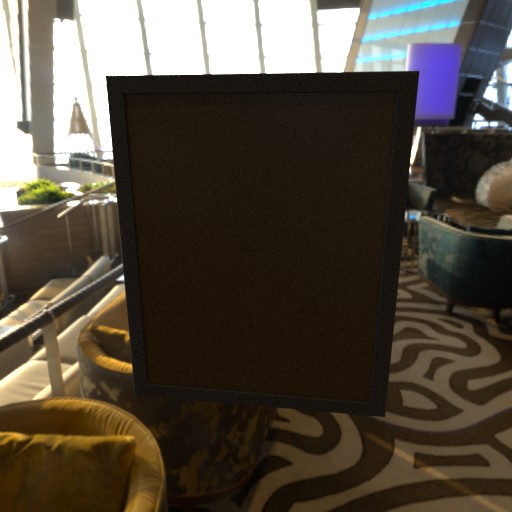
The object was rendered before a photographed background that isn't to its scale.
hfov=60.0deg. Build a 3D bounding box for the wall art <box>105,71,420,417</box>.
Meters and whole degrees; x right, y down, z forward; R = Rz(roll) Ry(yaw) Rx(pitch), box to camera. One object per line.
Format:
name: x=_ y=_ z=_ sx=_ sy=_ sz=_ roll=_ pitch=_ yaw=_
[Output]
wall art: x=0.000 y=0.000 z=0.731 sx=0.457 sy=0.558 sz=0.028 roll=2 pitch=17 yaw=8
